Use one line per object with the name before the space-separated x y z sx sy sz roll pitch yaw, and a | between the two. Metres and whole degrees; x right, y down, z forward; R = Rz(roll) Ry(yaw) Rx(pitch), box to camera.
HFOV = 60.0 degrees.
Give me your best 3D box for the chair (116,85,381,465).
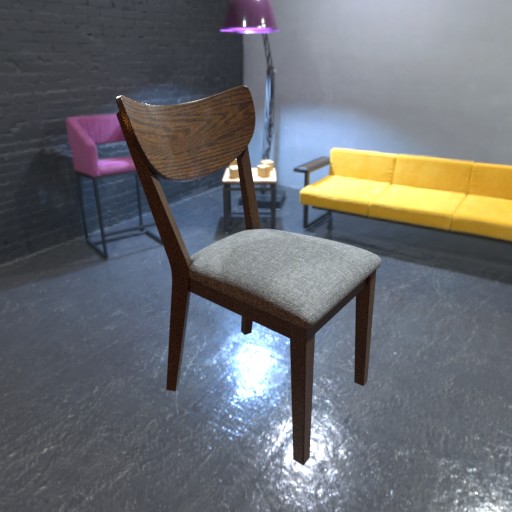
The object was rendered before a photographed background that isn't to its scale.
chair | 0.000 0.000 1.229 0.583 0.849 0.491 17 29 33
